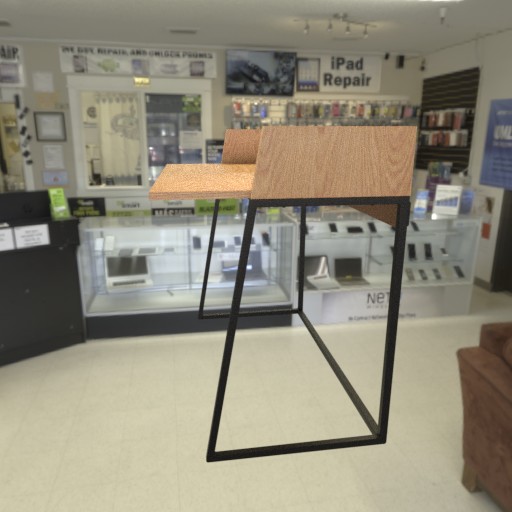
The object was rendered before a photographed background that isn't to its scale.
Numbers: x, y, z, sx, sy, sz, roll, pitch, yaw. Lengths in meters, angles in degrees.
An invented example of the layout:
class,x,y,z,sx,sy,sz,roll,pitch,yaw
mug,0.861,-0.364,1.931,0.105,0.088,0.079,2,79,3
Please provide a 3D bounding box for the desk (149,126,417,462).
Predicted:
class,x,y,z,sx,sy,sz,roll,pitch,yaw
desk,0.000,0.000,1.915,0.769,1.061,1.191,-2,16,-8
